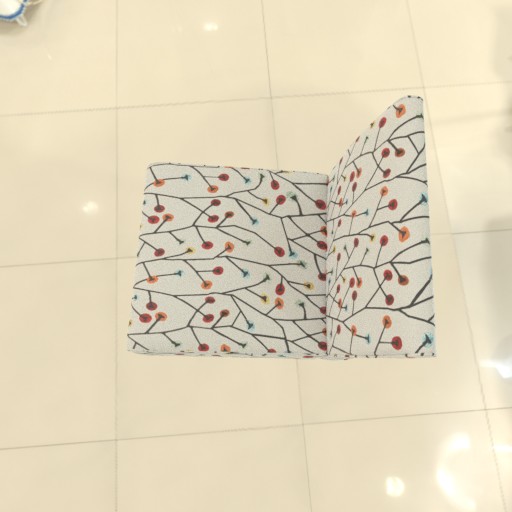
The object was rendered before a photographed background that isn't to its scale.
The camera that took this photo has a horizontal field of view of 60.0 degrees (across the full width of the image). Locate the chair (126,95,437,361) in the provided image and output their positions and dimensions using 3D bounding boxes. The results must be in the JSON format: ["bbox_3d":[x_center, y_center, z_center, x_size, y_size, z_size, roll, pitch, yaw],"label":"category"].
[{"bbox_3d":[0.000,0.000,1.307,0.732,0.813,0.597,3,76,1],"label":"chair"}]
